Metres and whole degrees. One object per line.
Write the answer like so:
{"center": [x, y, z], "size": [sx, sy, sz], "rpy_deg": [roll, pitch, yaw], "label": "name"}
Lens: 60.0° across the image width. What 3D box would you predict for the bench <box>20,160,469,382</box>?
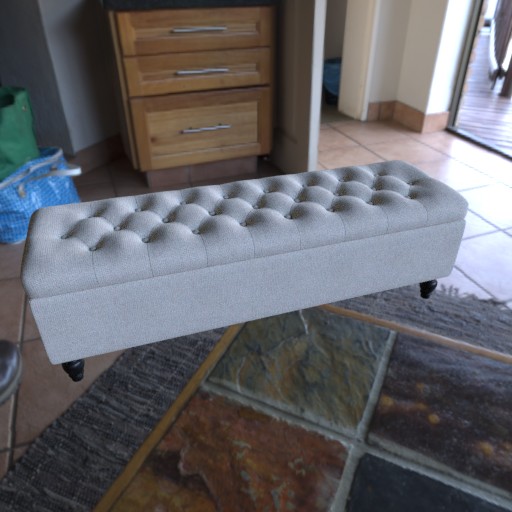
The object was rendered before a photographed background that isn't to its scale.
{"center": [0.000, 0.000, 1.652], "size": [1.480, 0.467, 0.455], "rpy_deg": [-10, 34, -16], "label": "bench"}
